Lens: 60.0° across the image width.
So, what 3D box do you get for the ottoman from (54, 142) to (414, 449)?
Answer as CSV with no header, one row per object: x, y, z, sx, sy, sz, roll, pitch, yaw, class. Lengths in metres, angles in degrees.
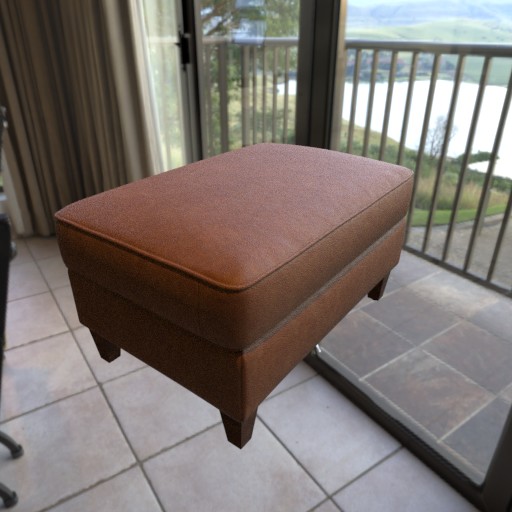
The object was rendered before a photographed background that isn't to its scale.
0.000,0.000,1.240,0.584,0.483,0.864,19,33,32,ottoman
